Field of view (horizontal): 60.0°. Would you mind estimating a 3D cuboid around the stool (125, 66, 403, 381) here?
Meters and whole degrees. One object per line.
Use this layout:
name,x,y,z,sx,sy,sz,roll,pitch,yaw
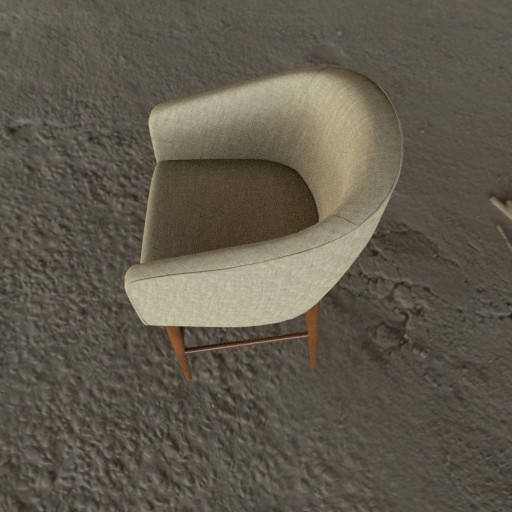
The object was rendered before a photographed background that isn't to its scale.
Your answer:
stool,0.000,0.000,1.379,0.607,1.078,0.559,-1,59,-1
